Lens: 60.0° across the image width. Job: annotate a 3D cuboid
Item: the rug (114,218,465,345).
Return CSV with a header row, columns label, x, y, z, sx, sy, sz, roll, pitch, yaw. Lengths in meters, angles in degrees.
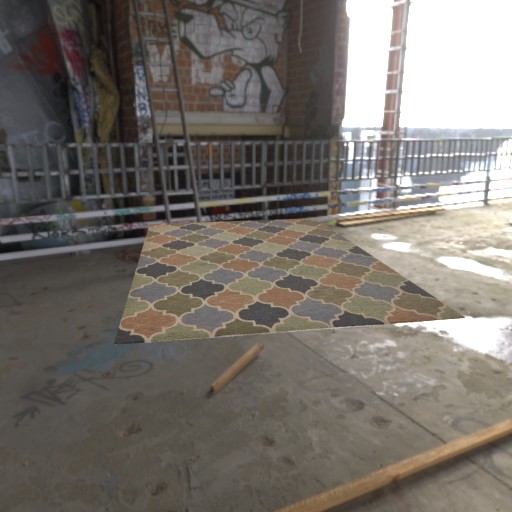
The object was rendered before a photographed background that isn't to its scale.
label,x,y,z,sx,sy,sz,roll,pitch,yaw
rug,0.000,0.000,2.360,1.216,0.006,1.828,-3,16,-9
